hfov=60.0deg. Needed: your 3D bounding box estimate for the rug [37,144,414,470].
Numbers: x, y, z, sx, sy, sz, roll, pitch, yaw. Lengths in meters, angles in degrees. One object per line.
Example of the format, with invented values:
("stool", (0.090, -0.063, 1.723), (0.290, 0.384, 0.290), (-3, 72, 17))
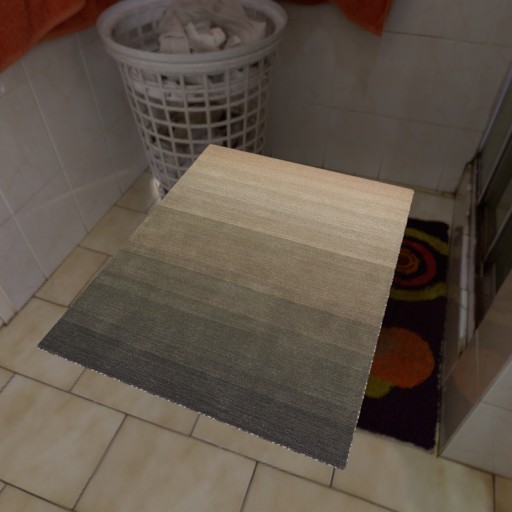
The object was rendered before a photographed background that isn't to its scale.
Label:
("rug", (0.000, 0.000, 3.863), (2.305, 0.017, 2.902), (16, 49, 15))
